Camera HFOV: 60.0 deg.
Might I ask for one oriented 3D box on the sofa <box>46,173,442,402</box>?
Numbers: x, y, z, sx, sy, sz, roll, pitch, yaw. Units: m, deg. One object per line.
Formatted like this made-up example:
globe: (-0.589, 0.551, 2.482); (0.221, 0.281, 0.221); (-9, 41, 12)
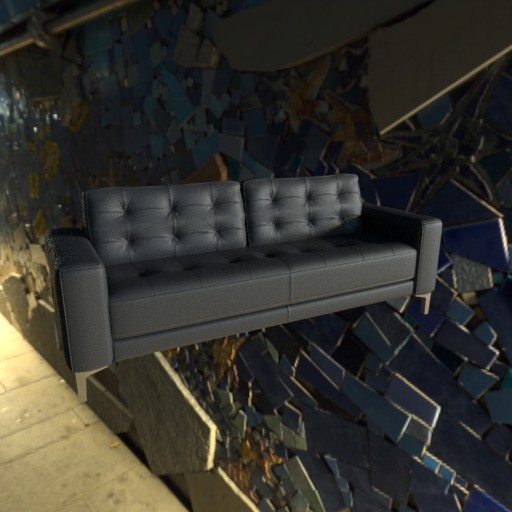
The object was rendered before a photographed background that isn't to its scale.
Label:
sofa: (0.000, 0.000, 2.693); (2.275, 0.893, 0.833); (-8, 18, -26)
